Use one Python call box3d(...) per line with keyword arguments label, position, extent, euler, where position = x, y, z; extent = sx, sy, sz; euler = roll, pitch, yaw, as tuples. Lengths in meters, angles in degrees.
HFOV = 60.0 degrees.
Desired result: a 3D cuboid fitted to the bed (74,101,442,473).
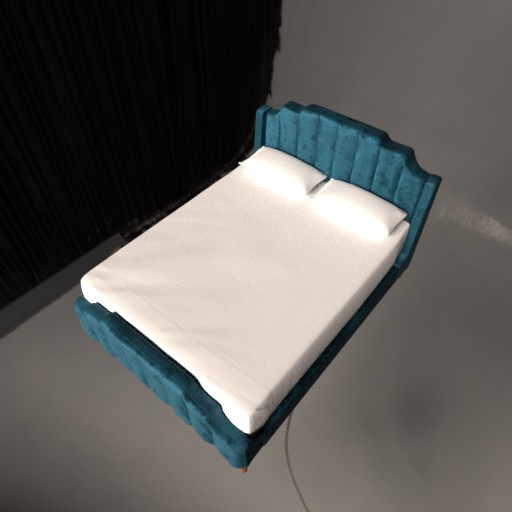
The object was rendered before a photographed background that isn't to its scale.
box3d(label="bed", position=(0.000, 0.000, 3.368), extent=(1.678, 1.338, 2.322), euler=(31, 55, 26))
